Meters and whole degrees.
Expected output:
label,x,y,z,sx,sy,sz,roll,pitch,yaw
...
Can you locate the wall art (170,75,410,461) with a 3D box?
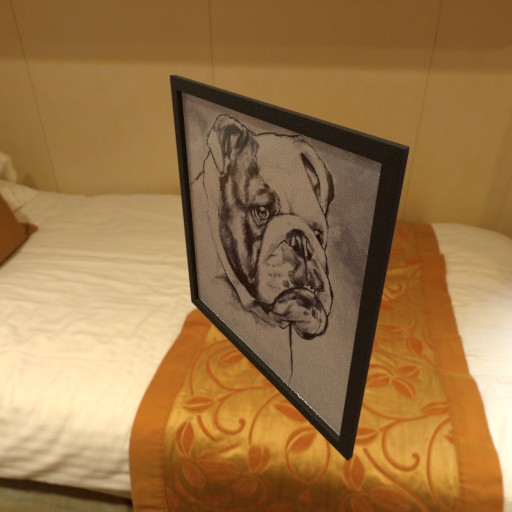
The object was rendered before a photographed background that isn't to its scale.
label,x,y,z,sx,sy,sz,roll,pitch,yaw
wall art,0.000,0.000,0.973,0.016,0.659,0.663,-21,37,-30
